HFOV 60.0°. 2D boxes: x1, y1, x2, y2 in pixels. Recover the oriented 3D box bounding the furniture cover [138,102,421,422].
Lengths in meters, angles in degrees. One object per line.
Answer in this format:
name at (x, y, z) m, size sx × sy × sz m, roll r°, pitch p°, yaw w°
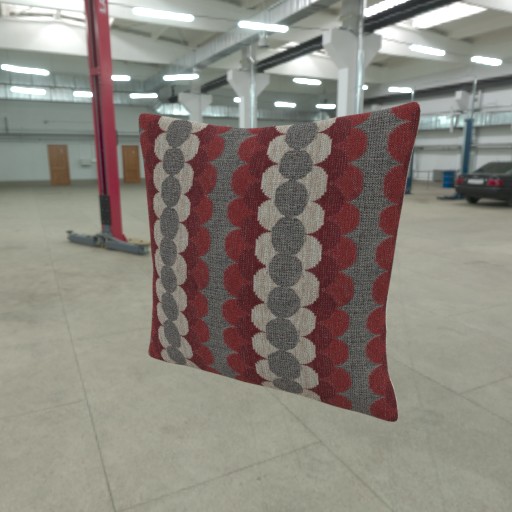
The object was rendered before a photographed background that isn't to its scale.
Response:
furniture cover at (0.000, 0.000, 0.655) m, size 0.435 × 0.420 × 0.145 m, roll 7°, pitch 14°, yaw 27°
